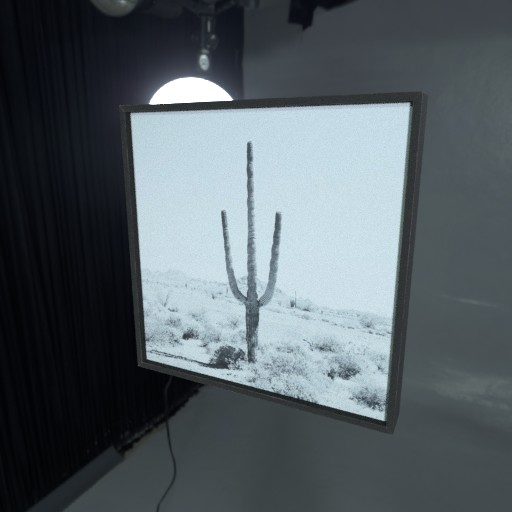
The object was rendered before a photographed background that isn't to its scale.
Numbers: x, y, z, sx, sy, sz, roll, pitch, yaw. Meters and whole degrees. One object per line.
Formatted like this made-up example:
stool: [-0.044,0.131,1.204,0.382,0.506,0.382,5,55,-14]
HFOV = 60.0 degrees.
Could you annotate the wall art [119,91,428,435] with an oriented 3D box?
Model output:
wall art: [0.000,0.000,0.460,0.305,0.305,0.038,7,16,25]
